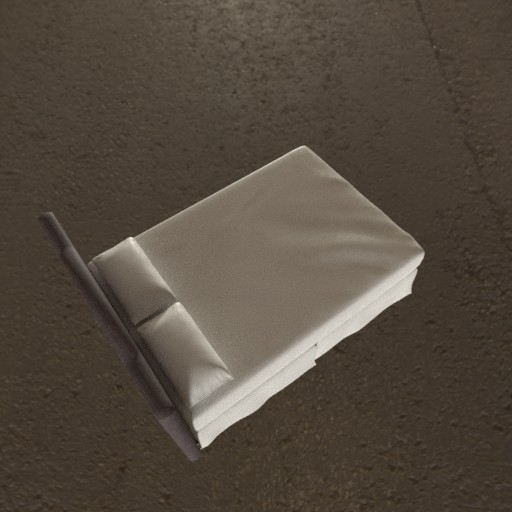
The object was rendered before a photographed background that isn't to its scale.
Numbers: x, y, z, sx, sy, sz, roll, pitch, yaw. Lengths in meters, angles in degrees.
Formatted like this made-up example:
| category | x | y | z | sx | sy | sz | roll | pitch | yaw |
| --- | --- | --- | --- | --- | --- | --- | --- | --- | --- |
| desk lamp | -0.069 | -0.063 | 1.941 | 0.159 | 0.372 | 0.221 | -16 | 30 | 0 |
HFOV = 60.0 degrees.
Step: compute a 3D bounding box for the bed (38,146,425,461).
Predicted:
| category | x | y | z | sx | sy | sz | roll | pitch | yaw |
| --- | --- | --- | --- | --- | --- | --- | --- | --- | --- |
| bed | 0.000 | 0.000 | 3.587 | 2.507 | 1.441 | 1.741 | -32 | 63 | -19 |
